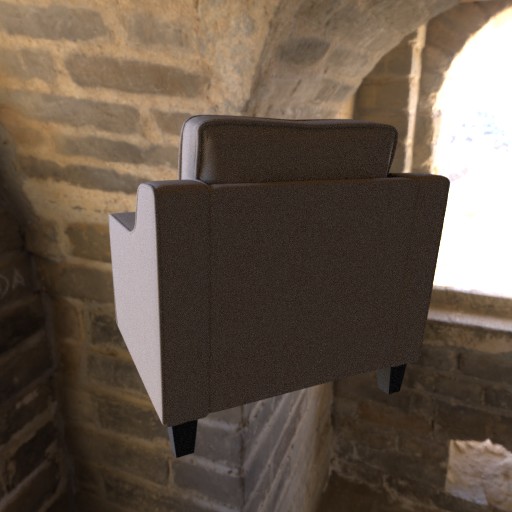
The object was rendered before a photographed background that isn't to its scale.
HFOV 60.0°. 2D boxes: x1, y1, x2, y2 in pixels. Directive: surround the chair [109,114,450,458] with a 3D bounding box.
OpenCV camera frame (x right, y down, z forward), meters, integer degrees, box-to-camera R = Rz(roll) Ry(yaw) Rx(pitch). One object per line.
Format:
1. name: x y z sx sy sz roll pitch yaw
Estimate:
1. chair: 0.000 0.000 1.627 0.922 0.948 0.882 -6 15 -25
